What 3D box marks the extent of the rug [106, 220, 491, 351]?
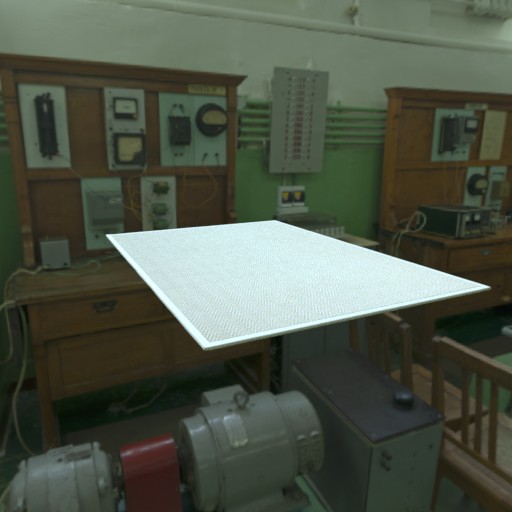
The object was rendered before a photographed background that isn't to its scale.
[{"bbox_3d":[0.000,0.000,2.862,1.532,0.017,2.244,-7,16,-26],"label":"rug"}]
